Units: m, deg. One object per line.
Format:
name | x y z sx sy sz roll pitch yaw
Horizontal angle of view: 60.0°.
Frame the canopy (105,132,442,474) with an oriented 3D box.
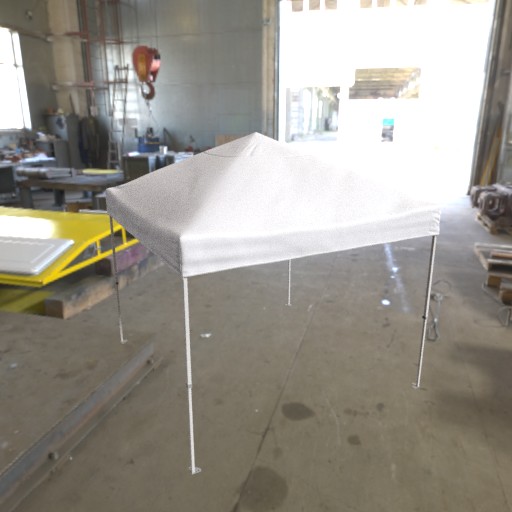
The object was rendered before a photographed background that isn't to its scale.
canopy | 0.000 0.000 5.572 2.996 2.997 2.998 -9 19 -27
